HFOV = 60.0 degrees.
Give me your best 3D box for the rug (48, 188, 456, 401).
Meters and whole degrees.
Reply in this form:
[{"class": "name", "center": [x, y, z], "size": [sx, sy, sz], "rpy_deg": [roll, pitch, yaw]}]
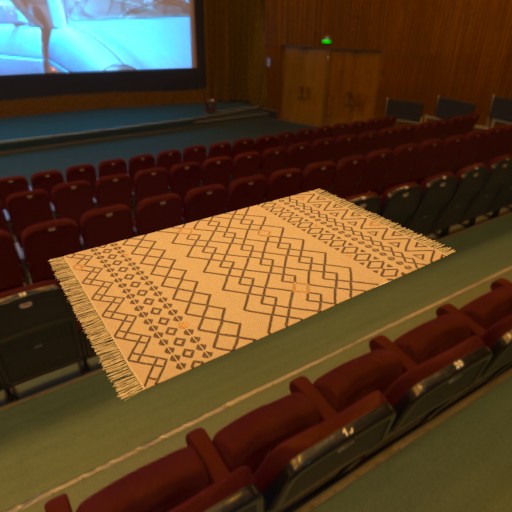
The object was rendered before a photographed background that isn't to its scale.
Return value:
[{"class": "rug", "center": [0.000, 0.000, 2.538], "size": [2.023, 0.028, 1.224], "rpy_deg": [-18, 34, -29]}]
